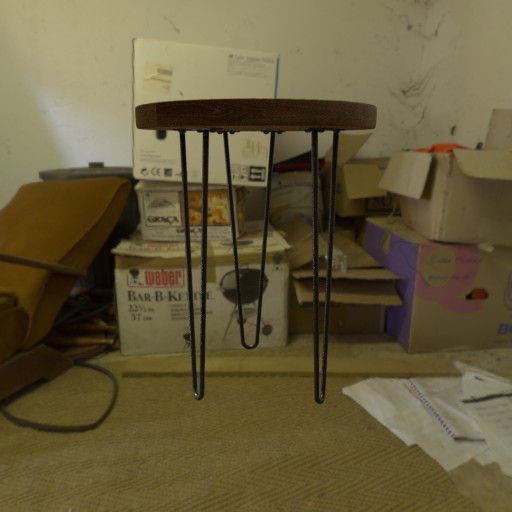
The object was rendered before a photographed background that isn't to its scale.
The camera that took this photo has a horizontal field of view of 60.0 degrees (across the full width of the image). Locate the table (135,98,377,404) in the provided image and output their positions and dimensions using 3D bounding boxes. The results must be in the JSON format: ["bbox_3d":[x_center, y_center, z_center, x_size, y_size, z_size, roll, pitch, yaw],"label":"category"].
[{"bbox_3d":[0.000,0.000,0.821,0.400,0.520,0.400,0,15,0],"label":"table"}]
